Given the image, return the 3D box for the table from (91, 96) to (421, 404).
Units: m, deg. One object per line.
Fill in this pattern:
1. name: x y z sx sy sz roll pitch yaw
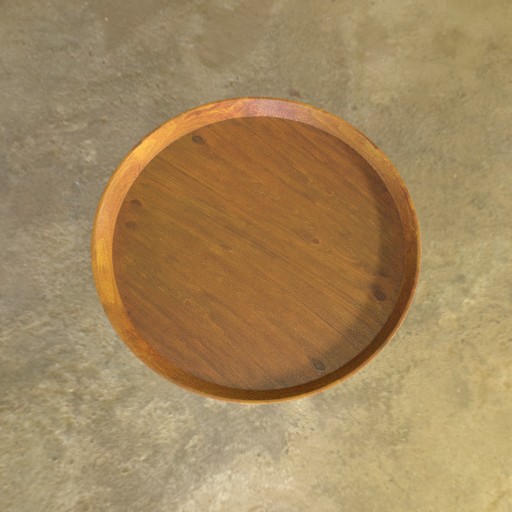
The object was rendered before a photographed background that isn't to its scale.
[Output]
1. table: 0.000 0.000 1.594 1.016 0.470 1.016 0 74 0
